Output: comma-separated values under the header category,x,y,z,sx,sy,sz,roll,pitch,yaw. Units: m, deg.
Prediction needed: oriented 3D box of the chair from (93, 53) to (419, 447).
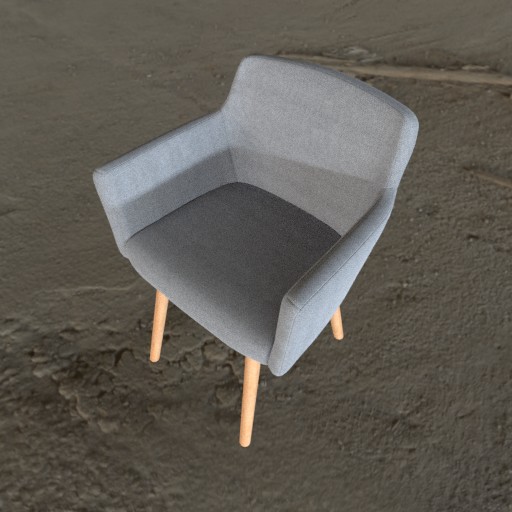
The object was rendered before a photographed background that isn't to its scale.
category,x,y,z,sx,sy,sz,roll,pitch,yaw
chair,0.000,0.000,1.114,0.570,0.780,0.540,33,55,27
